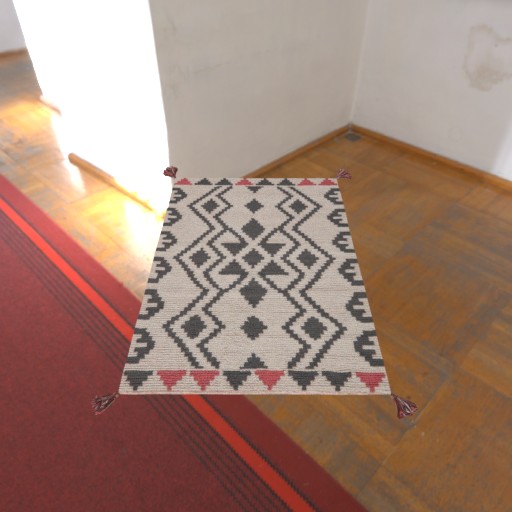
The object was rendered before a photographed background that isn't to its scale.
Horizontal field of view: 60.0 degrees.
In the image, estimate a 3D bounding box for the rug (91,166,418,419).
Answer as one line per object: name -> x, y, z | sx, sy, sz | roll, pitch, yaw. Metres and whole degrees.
rug -> 0.000, 0.000, 2.650 | 1.444, 0.067, 2.069 | 0, 41, 0
